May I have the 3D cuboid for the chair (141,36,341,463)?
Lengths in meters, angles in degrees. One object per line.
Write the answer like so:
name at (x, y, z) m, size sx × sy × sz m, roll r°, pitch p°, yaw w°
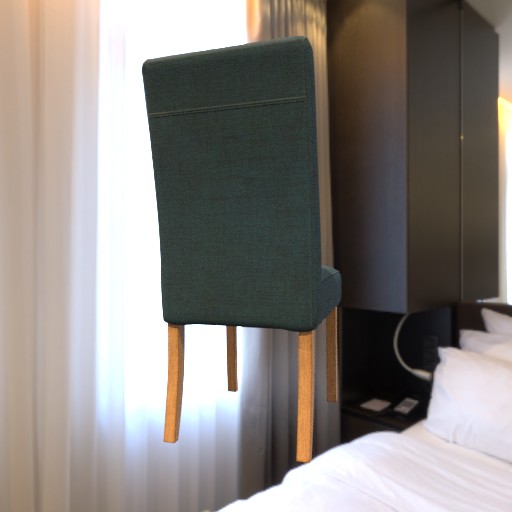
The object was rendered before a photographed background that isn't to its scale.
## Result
chair at (0.000, 0.000, 1.357) m, size 0.450 × 1.029 × 0.610 m, roll 0°, pitch 0°, yaw 18°
